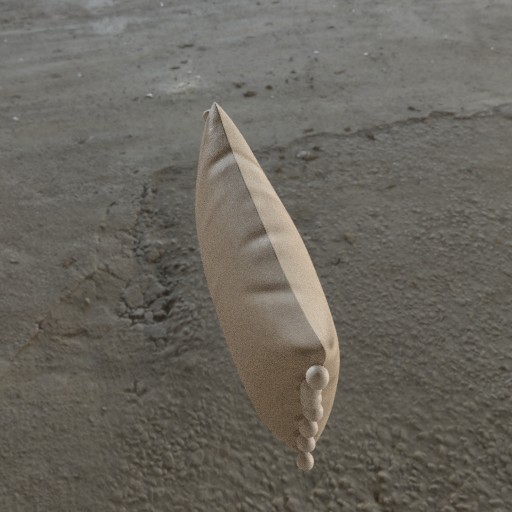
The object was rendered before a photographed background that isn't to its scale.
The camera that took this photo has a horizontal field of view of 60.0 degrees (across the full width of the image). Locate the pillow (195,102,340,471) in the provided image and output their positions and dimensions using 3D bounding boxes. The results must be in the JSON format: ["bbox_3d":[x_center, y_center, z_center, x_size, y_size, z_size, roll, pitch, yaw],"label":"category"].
[{"bbox_3d":[0.000,0.000,0.853,0.201,0.322,0.709,-11,46,-11],"label":"pillow"}]
